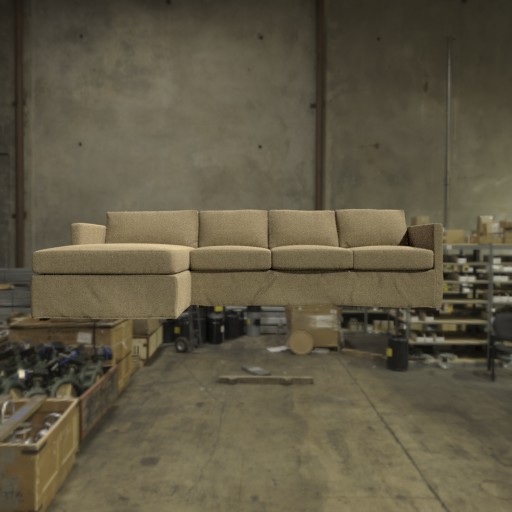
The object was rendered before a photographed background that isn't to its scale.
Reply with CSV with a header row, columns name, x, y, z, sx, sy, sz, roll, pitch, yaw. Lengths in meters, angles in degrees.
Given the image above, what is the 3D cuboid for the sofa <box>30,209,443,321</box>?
name,x,y,z,sx,sy,sz,roll,pitch,yaw
sofa,0.000,0.000,3.868,3.198,0.920,1.638,0,1,0
